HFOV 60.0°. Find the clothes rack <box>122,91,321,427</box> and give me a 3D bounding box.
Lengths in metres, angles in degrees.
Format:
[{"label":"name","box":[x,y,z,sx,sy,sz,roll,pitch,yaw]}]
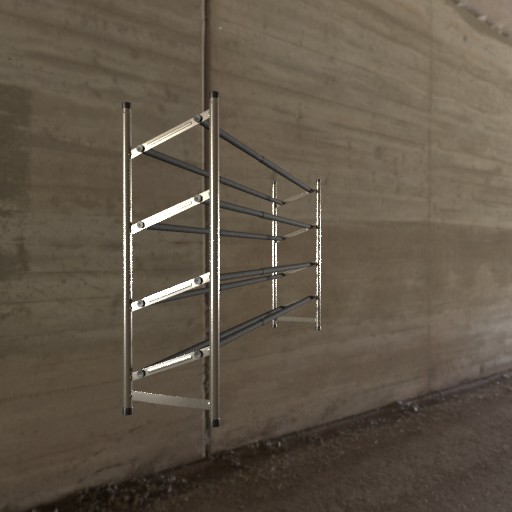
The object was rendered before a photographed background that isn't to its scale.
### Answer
[{"label":"clothes rack","box":[0.000,0.000,1.468,0.229,0.672,1.168,0,1,18]}]
